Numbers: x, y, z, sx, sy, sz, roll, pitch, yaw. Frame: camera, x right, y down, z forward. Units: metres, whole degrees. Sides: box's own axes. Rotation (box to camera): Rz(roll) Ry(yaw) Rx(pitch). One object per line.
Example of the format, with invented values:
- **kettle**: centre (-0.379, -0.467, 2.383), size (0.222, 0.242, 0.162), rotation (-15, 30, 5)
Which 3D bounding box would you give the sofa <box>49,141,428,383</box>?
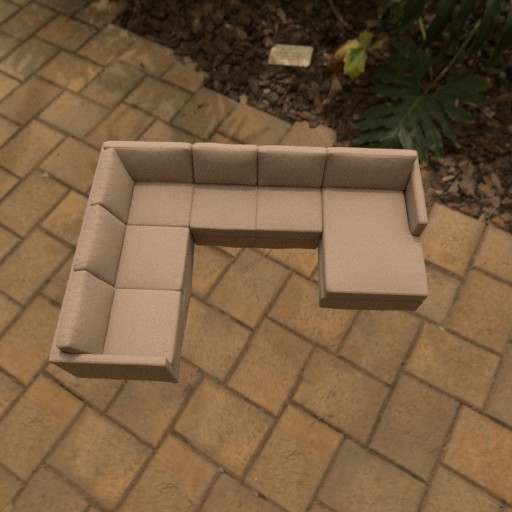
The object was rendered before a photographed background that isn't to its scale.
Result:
- **sofa**: centre (0.000, 0.000, 4.503), size (3.460, 0.882, 2.427), rotation (2, 63, 1)
